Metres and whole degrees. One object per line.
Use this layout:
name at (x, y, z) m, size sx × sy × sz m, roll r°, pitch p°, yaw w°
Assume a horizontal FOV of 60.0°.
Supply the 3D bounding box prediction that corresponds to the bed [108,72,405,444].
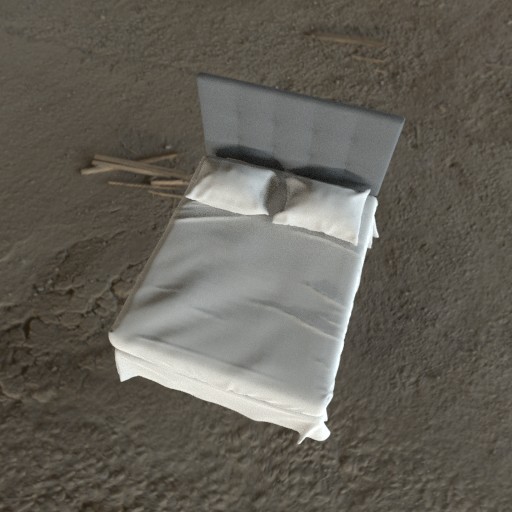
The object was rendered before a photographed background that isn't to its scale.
bed at (0.000, 0.000, 3.525) m, size 1.936 × 1.577 × 2.222 m, roll 16°, pitch 60°, yaw 9°
